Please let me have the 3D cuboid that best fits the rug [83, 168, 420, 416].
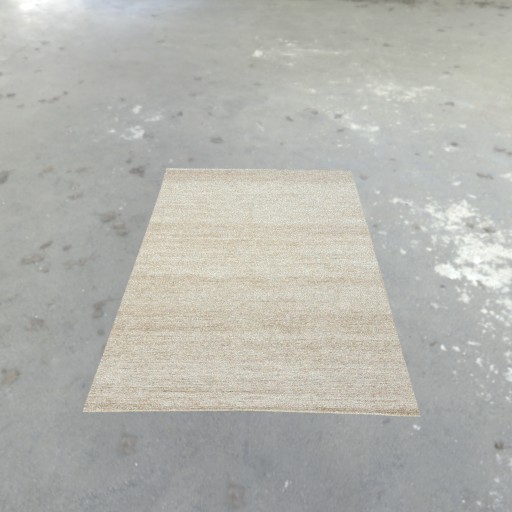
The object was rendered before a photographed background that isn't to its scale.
[{"bbox_3d":[0.000,0.000,2.944,1.596,0.030,2.283,1,41,1],"label":"rug"}]
